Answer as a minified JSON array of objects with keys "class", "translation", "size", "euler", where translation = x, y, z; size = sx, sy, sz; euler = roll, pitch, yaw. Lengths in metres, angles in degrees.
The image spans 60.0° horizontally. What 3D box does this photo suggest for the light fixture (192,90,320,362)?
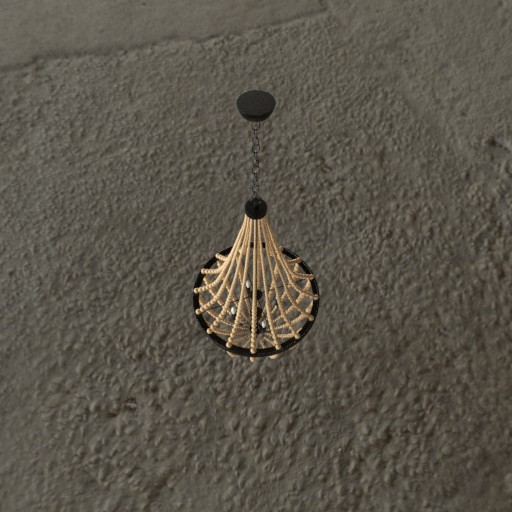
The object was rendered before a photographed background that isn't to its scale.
[{"class":"light fixture","translation":[0.000,0.000,1.357],"size":[0.450,1.133,0.450],"euler":[0,57,0]}]
